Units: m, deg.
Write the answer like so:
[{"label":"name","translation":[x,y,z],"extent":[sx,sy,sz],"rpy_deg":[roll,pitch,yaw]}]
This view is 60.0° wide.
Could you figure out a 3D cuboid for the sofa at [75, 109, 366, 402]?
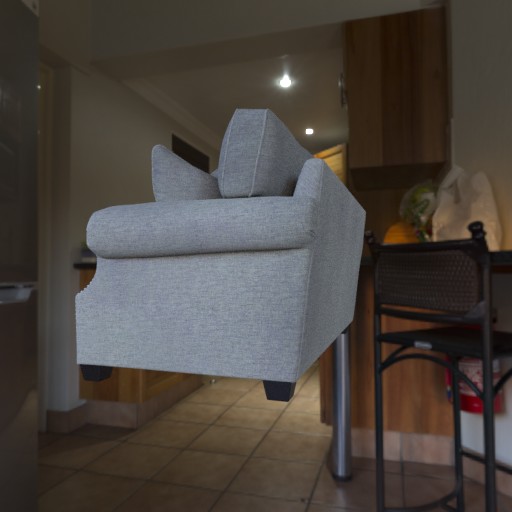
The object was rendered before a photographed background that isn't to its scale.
[{"label":"sofa","translation":[0.000,0.000,2.260],"extent":[0.966,0.966,1.701],"rpy_deg":[0,-1,19]}]
